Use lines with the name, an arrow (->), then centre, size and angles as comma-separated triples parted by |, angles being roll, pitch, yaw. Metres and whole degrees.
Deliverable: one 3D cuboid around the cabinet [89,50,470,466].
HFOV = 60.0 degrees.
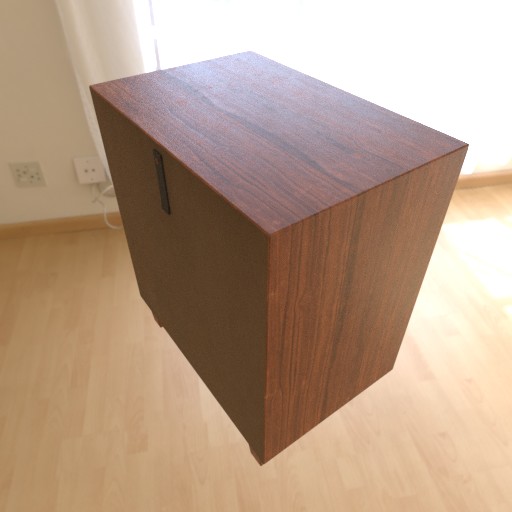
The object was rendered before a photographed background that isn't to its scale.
cabinet -> 0.000, 0.000, 1.030 | 0.410, 0.695, 0.607 | -25, 47, -26
